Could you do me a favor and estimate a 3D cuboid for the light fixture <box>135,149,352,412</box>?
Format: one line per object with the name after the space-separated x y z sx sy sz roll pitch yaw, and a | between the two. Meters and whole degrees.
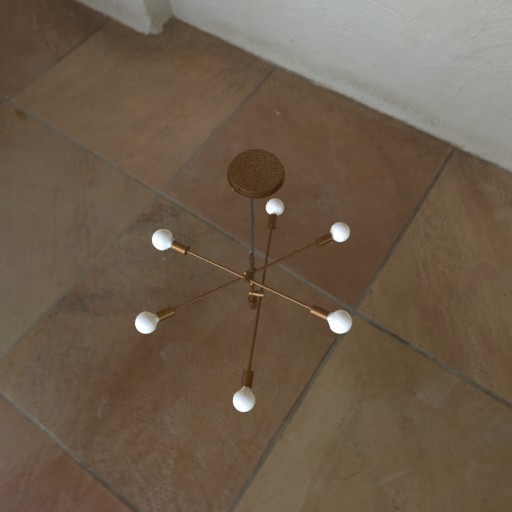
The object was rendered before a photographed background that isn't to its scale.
0.000 0.000 1.238 0.637 0.744 0.682 34 68 16 | light fixture
